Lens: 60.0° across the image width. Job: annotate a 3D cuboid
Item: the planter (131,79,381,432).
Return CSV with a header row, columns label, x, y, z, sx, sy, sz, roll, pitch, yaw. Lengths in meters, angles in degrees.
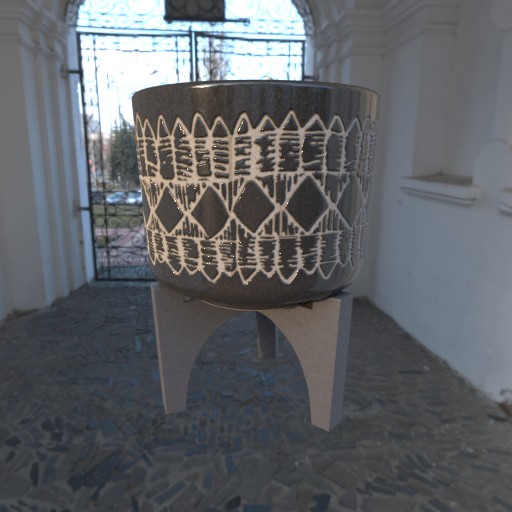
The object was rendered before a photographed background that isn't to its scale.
label,x,y,z,sx,sy,sz,roll,pitch,yaw
planter,0.000,0.000,0.390,0.196,0.264,0.196,2,14,10
